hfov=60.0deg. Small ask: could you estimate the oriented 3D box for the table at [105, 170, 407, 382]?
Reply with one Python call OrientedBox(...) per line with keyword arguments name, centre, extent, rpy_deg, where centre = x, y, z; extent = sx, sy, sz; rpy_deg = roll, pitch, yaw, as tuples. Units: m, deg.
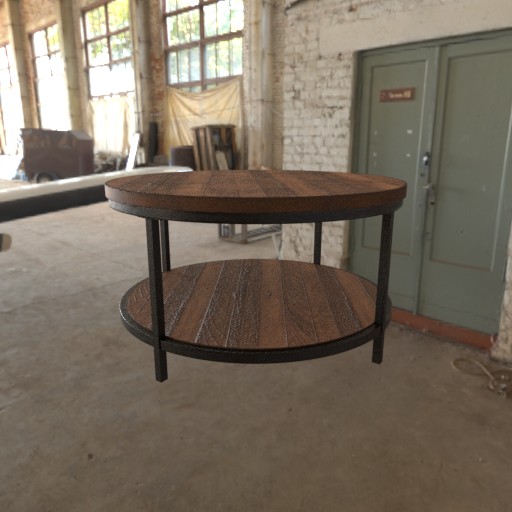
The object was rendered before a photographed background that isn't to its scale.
OrientedBox(name="table", centre=(0.000, 0.000, 1.350), extent=(0.837, 0.462, 0.837), rpy_deg=(0, 15, 0))
